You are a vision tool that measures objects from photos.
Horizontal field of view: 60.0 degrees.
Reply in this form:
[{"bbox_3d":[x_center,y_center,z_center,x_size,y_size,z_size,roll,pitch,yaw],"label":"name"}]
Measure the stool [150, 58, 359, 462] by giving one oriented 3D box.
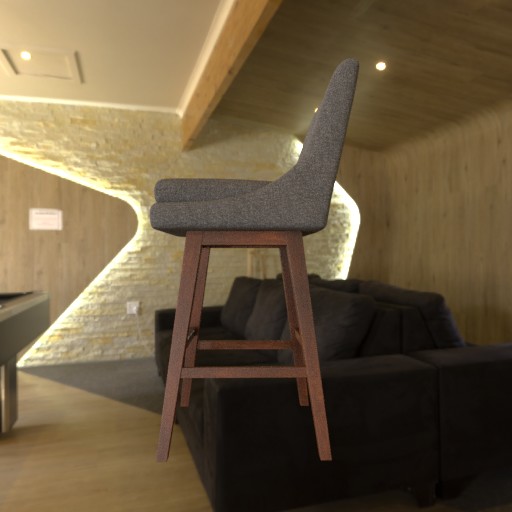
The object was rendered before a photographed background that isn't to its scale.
[{"bbox_3d":[0.000,0.000,1.386,0.572,1.068,0.489,0,0,-1],"label":"stool"}]
